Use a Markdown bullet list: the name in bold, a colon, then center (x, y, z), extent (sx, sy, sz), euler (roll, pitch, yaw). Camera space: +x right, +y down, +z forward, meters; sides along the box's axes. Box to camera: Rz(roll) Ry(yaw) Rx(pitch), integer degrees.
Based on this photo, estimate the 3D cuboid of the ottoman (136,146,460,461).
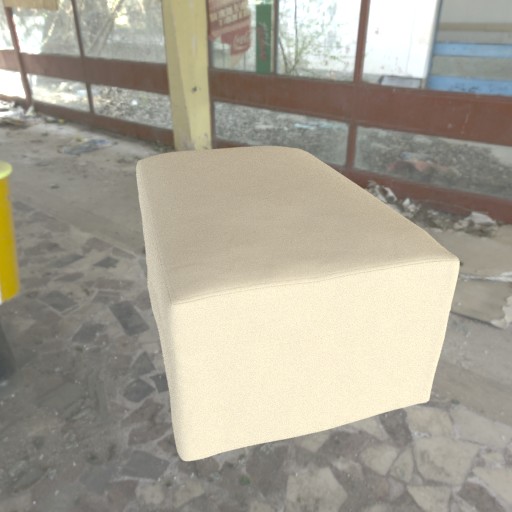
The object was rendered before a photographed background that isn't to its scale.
- **ottoman**: center (0.000, 0.000, 1.206), extent (0.590, 0.444, 0.872), euler (-8, 30, -15)
